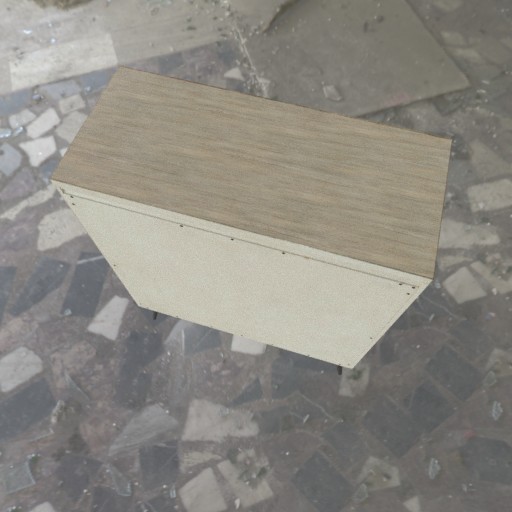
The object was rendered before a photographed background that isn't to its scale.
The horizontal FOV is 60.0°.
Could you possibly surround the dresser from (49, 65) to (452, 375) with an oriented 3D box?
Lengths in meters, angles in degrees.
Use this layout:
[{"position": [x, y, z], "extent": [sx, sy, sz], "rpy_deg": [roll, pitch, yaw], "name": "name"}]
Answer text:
[{"position": [0.000, 0.000, 1.757], "extent": [1.016, 1.219, 0.457], "rpy_deg": [15, 65, 7], "name": "dresser"}]
